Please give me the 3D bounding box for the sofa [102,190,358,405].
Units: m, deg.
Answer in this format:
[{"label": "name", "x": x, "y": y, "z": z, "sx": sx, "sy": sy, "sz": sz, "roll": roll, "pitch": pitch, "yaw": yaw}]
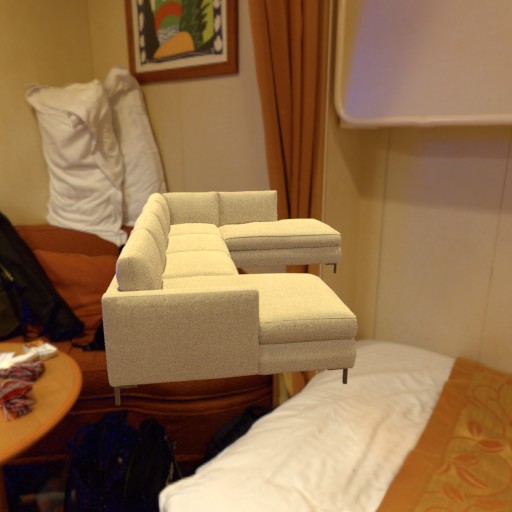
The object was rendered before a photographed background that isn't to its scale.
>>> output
[{"label": "sofa", "x": 0.000, "y": 0.000, "z": 3.489, "sx": 1.879, "sy": 0.756, "sz": 2.737, "roll": -2, "pitch": 15, "yaw": -9}]
